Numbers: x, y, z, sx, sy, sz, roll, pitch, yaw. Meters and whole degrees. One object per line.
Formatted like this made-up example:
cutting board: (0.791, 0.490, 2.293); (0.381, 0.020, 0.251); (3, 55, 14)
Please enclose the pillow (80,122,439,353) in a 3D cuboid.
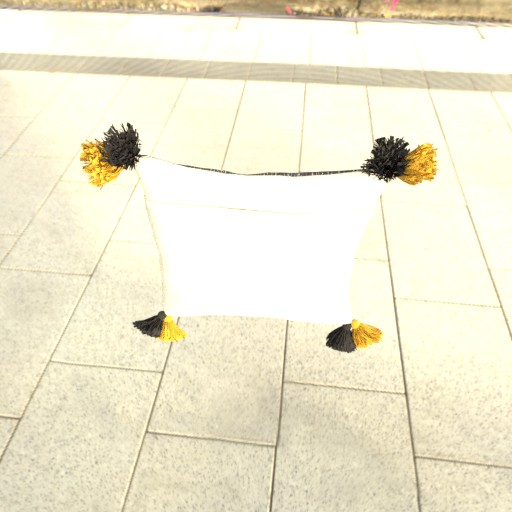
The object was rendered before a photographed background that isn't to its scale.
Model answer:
pillow: (0.000, 0.000, 0.974); (0.654, 0.659, 0.139); (3, 47, 3)
